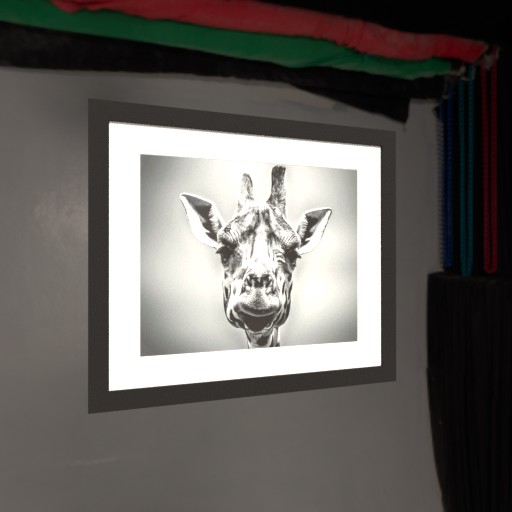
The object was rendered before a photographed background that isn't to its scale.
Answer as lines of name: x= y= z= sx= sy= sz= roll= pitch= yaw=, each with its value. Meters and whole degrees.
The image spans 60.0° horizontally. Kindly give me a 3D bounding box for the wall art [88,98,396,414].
wall art: x=0.000 y=0.000 z=0.539 sx=0.381 sy=0.330 sz=0.031 roll=0 pitch=0 yaw=-19
